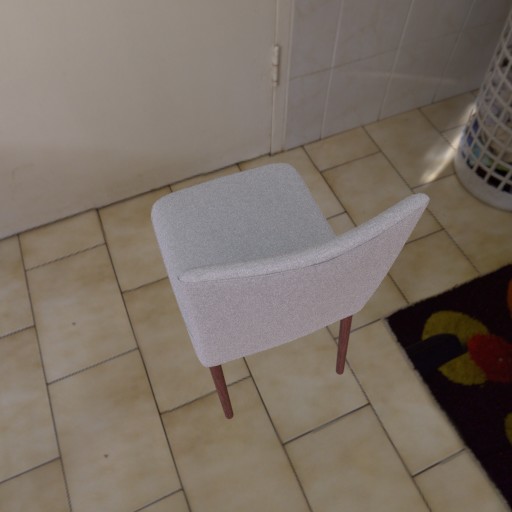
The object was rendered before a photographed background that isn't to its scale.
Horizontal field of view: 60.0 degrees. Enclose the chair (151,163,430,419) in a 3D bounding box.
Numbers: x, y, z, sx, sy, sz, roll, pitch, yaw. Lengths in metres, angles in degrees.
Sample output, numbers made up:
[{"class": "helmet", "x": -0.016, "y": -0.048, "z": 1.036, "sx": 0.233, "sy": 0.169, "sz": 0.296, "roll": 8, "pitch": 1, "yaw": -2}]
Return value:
[{"class": "chair", "x": 0.000, "y": 0.000, "z": 1.149, "sx": 0.456, "sy": 0.859, "sz": 0.570, "roll": -18, "pitch": 60, "yaw": -11}]
